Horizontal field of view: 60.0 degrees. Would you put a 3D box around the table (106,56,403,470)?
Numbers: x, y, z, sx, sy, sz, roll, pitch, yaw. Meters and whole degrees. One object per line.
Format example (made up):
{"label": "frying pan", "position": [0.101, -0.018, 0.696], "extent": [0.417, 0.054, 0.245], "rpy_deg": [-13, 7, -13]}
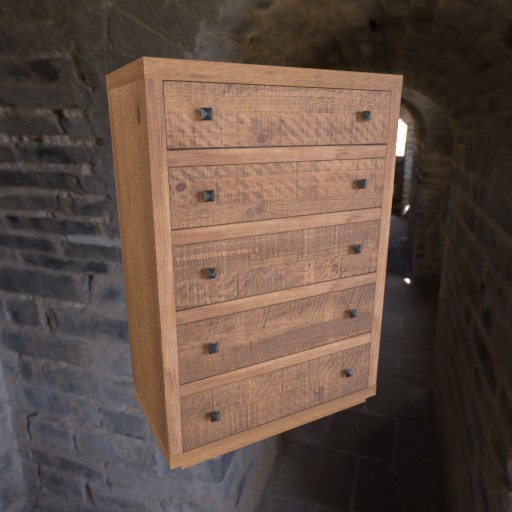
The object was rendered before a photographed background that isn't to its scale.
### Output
{"label": "table", "position": [0.000, 0.000, 1.702], "extent": [0.901, 1.294, 0.524], "rpy_deg": [-9, 18, -27]}
